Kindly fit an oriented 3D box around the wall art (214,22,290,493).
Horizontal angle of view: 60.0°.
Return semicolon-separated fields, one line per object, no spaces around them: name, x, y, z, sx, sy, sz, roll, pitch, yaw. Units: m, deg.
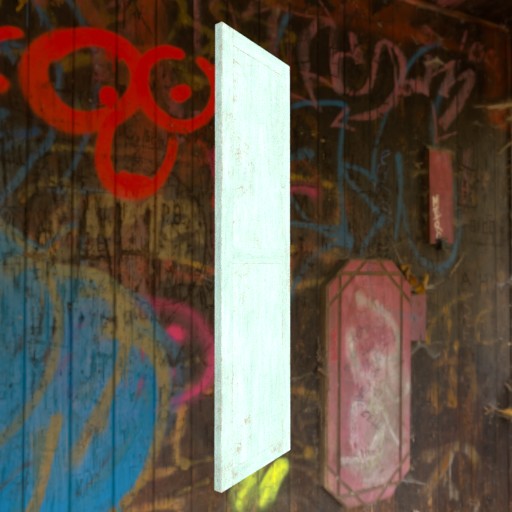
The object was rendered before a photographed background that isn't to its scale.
wall art;0.000;0.000;1.284;0.025;1.219;0.329;-1;-1;37
